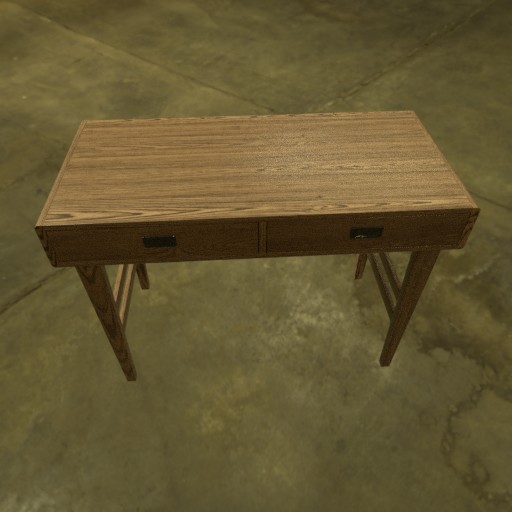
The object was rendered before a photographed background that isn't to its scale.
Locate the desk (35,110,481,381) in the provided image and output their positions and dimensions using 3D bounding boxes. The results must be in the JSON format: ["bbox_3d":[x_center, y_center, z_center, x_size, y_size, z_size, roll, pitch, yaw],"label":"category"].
[{"bbox_3d":[0.000,0.000,1.493,1.067,0.755,0.508,-3,45,-3],"label":"desk"}]
